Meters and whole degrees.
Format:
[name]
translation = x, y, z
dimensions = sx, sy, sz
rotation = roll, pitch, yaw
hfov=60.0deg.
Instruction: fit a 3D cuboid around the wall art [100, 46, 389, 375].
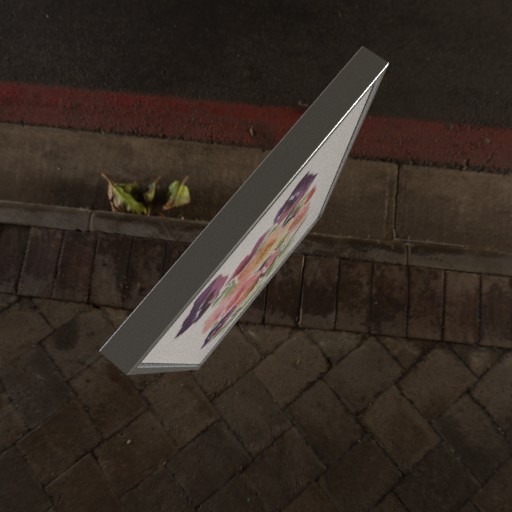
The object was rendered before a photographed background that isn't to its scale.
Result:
[wall art]
translation = 0.000, 0.000, 0.746
dimensions = 0.038, 0.549, 0.452
rotation = 38, 79, 9
